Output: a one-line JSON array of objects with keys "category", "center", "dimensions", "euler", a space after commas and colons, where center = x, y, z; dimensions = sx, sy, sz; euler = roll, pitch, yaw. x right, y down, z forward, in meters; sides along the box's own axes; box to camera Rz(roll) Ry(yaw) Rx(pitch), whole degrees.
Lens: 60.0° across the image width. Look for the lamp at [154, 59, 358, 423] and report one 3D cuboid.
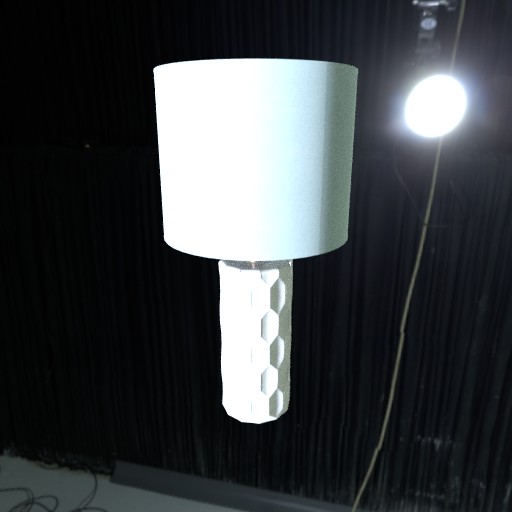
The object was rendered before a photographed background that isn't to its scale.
[{"category": "lamp", "center": [0.000, 0.000, 0.692], "dimensions": [0.277, 0.534, 0.277], "euler": [3, 17, 8]}]
